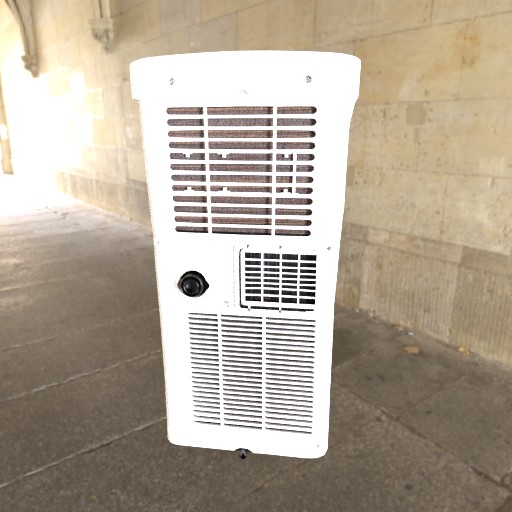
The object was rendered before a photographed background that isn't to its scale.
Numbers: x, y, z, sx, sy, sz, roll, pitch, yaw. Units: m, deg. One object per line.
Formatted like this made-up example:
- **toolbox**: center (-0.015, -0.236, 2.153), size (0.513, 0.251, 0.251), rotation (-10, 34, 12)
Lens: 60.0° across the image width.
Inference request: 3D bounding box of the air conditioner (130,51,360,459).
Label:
- **air conditioner**: center (0.000, 0.000, 0.904), size (0.352, 0.716, 0.369), rotation (2, 16, 8)
